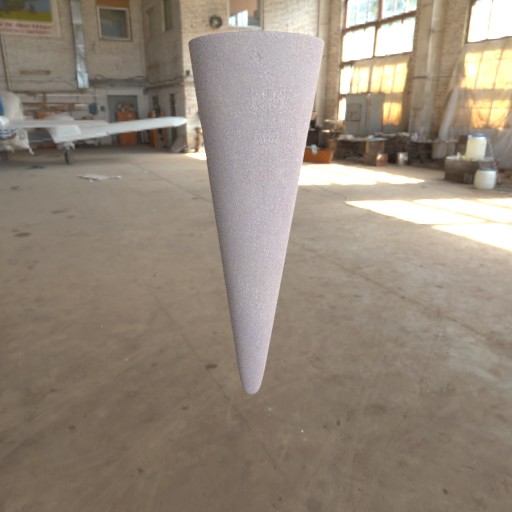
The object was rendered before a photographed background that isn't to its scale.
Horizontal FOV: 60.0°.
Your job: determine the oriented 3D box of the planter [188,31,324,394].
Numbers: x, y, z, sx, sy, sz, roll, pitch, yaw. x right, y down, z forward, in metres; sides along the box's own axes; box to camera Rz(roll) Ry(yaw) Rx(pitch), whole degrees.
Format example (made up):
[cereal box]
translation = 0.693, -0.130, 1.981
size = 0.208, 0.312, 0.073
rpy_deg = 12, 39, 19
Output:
[planter]
translation = 0.000, 0.000, 0.297
size = 0.078, 0.259, 0.087
rpy_deg = -2, 18, -7
